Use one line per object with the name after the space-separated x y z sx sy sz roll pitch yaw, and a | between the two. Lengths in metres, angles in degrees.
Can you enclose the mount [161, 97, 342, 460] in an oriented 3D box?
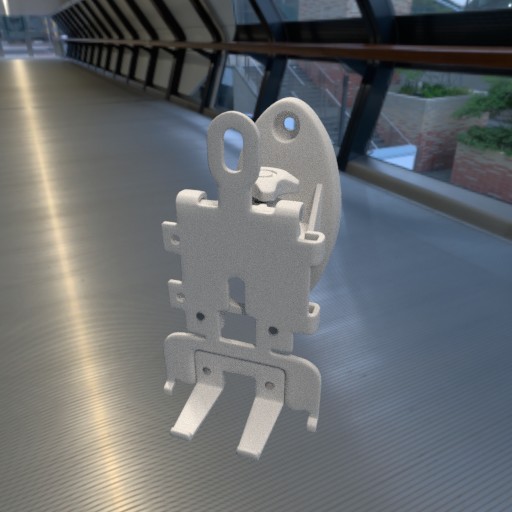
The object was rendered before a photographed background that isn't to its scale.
0.000 0.000 0.177 0.066 0.118 0.100 9 28 16 | mount
